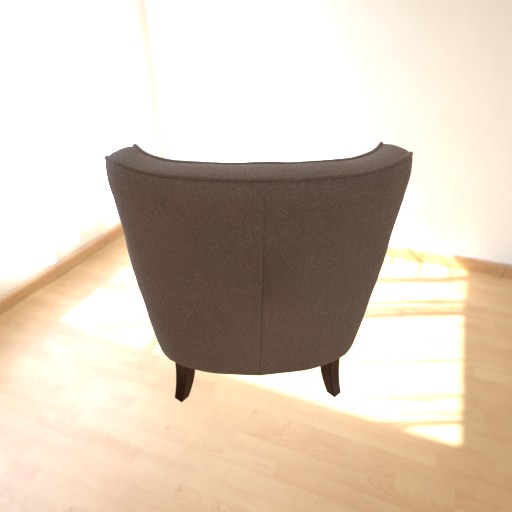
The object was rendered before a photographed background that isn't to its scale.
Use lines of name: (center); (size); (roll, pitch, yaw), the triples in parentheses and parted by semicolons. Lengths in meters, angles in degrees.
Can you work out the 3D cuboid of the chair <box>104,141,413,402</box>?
chair: (0.000, 0.000, 1.547); (0.781, 0.919, 0.910); (-1, 29, -2)
